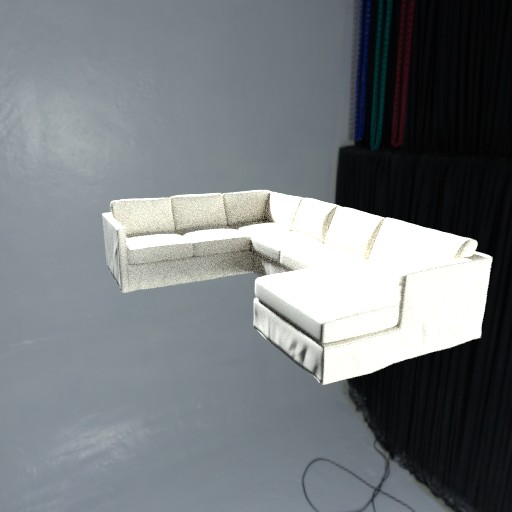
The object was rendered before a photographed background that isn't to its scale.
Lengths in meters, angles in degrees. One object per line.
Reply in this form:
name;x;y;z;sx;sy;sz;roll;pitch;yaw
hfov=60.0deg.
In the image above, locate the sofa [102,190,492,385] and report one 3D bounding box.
sofa;0.000;0.000;4.451;2.427;0.882;3.460;-8;17;-26
